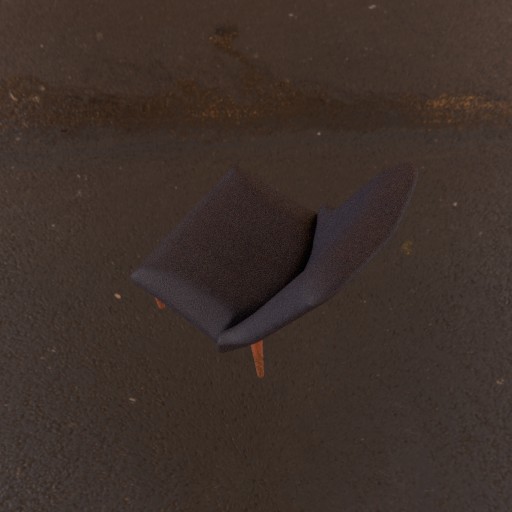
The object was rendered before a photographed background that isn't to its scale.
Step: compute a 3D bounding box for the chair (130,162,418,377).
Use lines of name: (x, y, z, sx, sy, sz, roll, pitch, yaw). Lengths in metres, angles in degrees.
chair: (0.000, 0.000, 1.178, 0.567, 0.820, 0.504, 33, 68, 15)
